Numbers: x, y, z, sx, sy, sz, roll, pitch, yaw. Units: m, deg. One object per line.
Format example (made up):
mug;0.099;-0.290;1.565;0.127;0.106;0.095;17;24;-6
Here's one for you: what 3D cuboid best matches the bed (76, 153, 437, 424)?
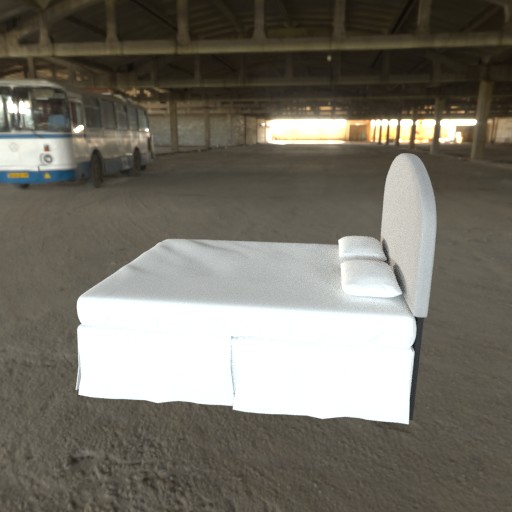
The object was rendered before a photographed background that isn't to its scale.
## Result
bed;0.000;0.000;3.096;2.005;1.410;1.607;2;16;9
